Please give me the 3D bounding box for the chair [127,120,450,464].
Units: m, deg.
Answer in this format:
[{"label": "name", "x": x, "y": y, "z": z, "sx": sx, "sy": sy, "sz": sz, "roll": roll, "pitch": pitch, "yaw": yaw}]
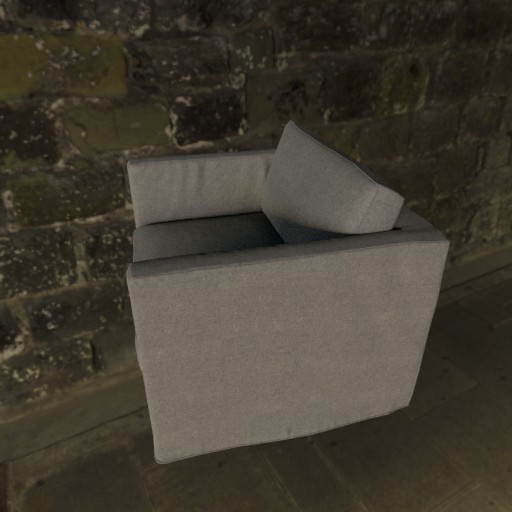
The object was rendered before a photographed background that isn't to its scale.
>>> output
[{"label": "chair", "x": 0.000, "y": 0.000, "z": 1.749, "sx": 0.949, "sy": 0.863, "sz": 1.057, "roll": -7, "pitch": 30, "yaw": -12}]
